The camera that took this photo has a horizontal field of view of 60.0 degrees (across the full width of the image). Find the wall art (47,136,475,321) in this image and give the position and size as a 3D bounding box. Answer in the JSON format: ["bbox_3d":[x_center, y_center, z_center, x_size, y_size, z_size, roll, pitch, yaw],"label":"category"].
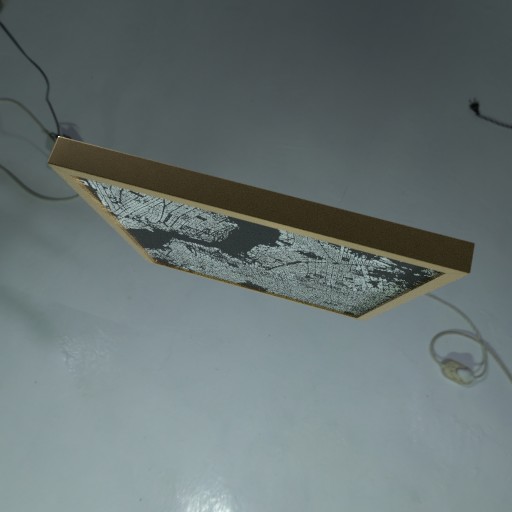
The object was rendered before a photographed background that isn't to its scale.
[{"bbox_3d":[0.000,0.000,0.458,0.305,0.305,0.023,15,76,4],"label":"wall art"}]
